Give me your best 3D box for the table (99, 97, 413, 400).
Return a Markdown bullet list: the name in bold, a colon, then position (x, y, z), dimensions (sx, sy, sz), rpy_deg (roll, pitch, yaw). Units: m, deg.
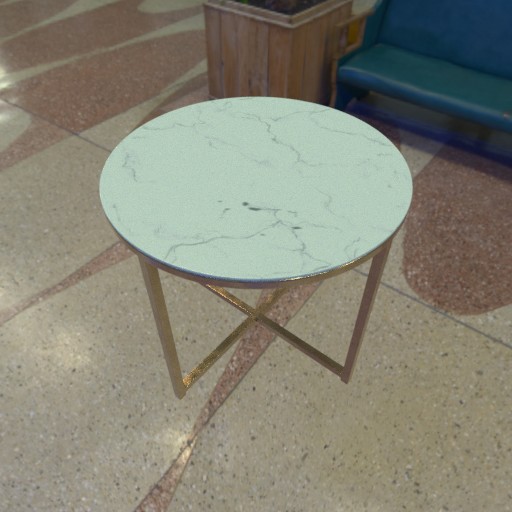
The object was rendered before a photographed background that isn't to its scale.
- **table**: position (0.000, 0.000, 0.876), dimensions (0.500, 0.420, 0.500), rpy_deg (0, 45, 0)
